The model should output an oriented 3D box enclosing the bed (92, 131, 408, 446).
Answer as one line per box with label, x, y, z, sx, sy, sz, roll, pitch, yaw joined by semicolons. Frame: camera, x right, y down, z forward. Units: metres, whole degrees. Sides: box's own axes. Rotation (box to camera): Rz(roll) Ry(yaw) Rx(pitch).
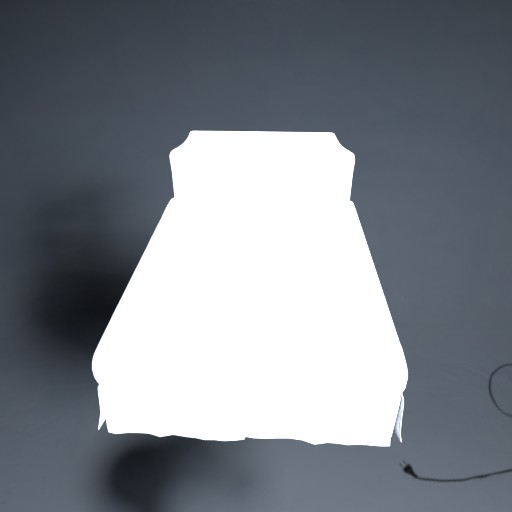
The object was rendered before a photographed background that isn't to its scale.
bed;0.000;0.000;3.557;1.977;1.293;2.498;1;32;2
